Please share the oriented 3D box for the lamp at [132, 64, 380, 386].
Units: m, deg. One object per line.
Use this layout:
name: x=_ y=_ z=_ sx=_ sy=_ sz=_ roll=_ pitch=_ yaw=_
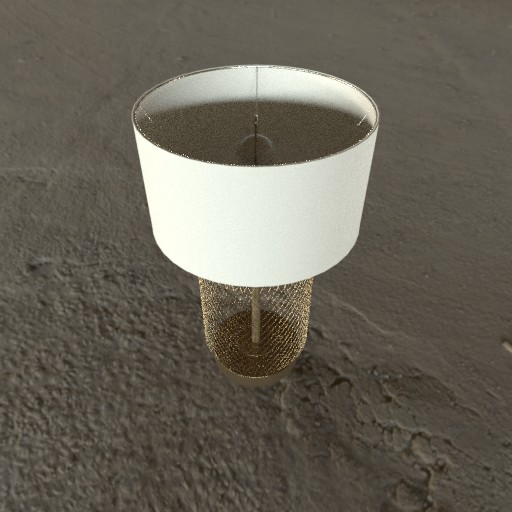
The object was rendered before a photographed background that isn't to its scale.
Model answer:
lamp: x=0.000 y=0.000 z=0.830 sx=0.353 sy=0.578 sz=0.353 roll=0 pitch=41 yaw=0
